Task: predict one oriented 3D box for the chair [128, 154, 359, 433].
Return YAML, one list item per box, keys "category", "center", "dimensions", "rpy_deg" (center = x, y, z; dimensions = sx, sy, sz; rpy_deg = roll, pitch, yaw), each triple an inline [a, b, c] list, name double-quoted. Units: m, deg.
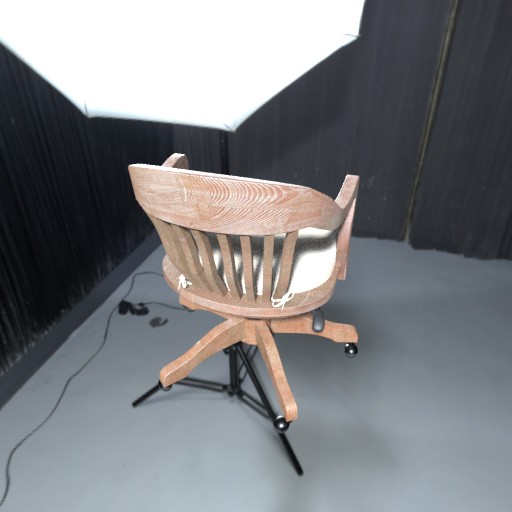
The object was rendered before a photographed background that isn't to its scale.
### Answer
- category: "chair"
  center: [0.000, 0.000, 1.479]
  dimensions: [0.750, 0.878, 0.788]
  rpy_deg: [10, 34, 16]
